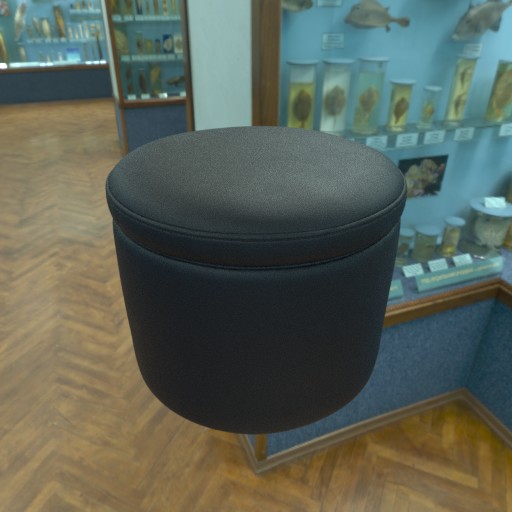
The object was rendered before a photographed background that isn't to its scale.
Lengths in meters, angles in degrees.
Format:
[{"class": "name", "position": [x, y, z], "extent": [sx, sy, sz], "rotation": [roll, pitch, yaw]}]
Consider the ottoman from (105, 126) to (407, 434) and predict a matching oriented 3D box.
[{"class": "ottoman", "position": [0.000, 0.000, 0.845], "extent": [0.501, 0.409, 0.501], "rotation": [0, 30, 0]}]
